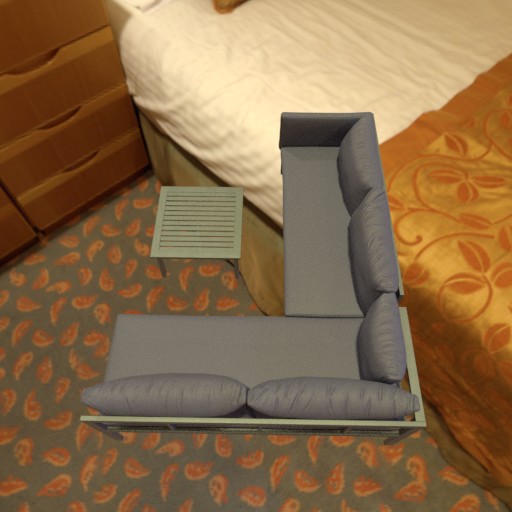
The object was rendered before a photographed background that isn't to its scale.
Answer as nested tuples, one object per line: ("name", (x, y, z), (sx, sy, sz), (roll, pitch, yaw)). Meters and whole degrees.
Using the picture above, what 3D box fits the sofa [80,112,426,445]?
("sofa", (0.000, 0.000, 2.872), (1.658, 0.762, 2.149), (1, 59, 0))
